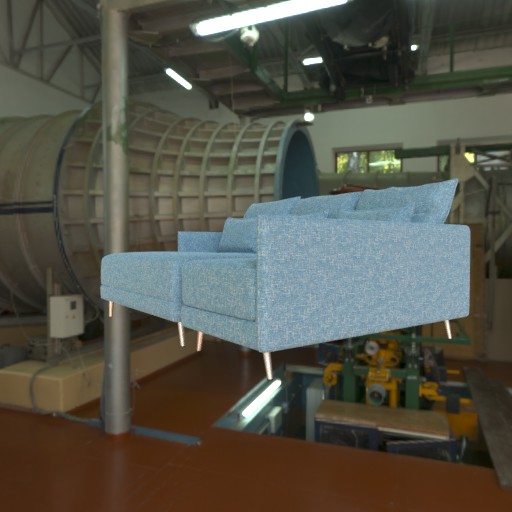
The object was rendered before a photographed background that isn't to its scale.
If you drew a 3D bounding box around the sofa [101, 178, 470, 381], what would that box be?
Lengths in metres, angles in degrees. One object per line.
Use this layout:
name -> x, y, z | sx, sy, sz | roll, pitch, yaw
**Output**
sofa -> 0.000, 0.000, 2.817 | 1.420, 0.899, 2.034 | -1, 2, -36
